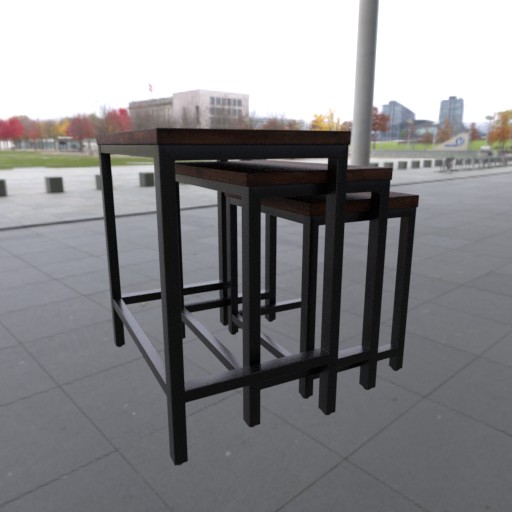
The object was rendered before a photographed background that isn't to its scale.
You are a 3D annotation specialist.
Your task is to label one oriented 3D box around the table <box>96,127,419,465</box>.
[{"bbox_3d":[0.000,0.000,1.160,0.660,0.616,0.608,-7,16,-27],"label":"table"}]
